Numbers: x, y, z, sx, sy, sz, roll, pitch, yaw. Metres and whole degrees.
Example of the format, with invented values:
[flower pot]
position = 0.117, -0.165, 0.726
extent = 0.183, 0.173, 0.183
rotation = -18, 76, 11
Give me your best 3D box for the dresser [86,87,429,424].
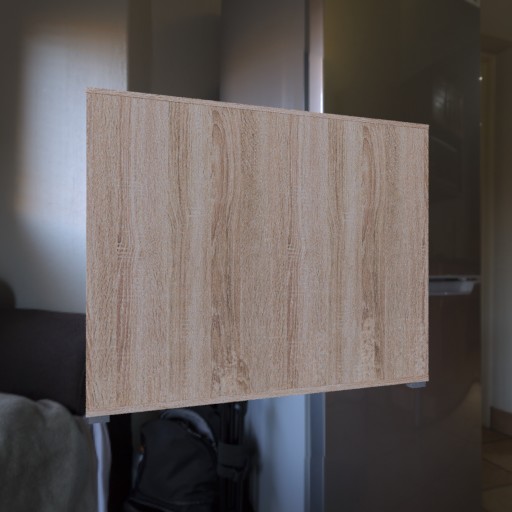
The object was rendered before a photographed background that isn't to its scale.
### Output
[dresser]
position = 0.000, 0.000, 1.563
extent = 1.100, 0.900, 0.450
rotation = 0, 0, -18
